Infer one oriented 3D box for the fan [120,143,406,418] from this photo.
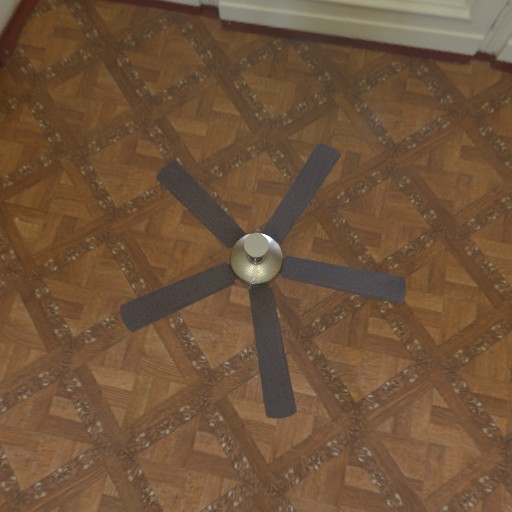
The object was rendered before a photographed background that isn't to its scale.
[{"bbox_3d":[0.000,0.000,2.009,1.321,0.356,1.321,-33,77,-8],"label":"fan"}]
